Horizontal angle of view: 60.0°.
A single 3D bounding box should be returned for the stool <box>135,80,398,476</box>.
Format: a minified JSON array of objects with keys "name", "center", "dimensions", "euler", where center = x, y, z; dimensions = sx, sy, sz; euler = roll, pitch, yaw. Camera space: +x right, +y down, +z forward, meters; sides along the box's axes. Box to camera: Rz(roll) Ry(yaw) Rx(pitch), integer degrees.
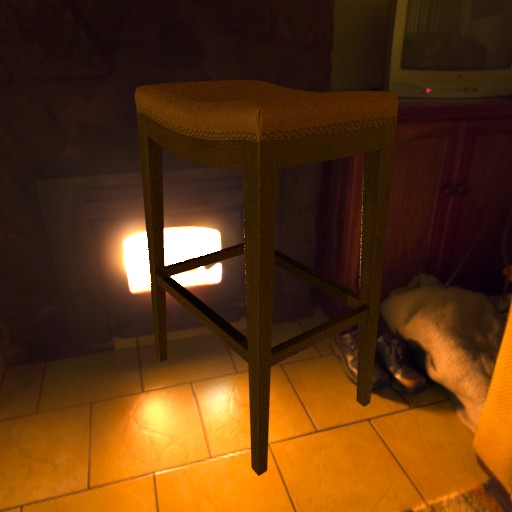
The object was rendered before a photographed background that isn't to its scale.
[{"name":"stool","center":[0.000,0.000,1.063],"dimensions":[0.361,0.759,0.500],"euler":[-18,30,-33]}]
